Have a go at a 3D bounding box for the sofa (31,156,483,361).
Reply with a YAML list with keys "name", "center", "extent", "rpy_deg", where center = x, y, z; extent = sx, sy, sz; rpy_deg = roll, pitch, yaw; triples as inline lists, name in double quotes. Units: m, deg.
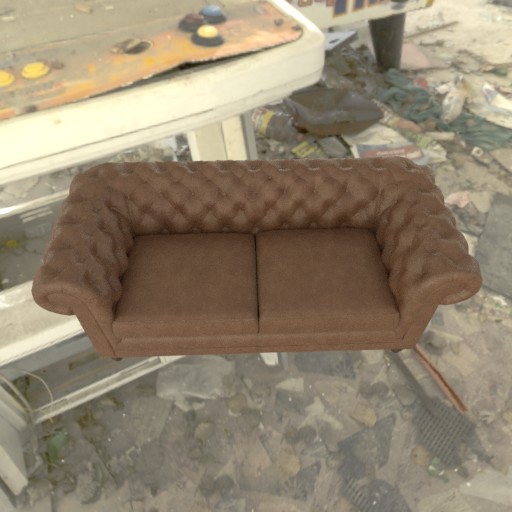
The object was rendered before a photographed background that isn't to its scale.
- name: "sofa"
  center: [0.000, 0.000, 2.488]
  extent: [2.048, 0.784, 0.955]
  rpy_deg: [-1, 48, -1]
